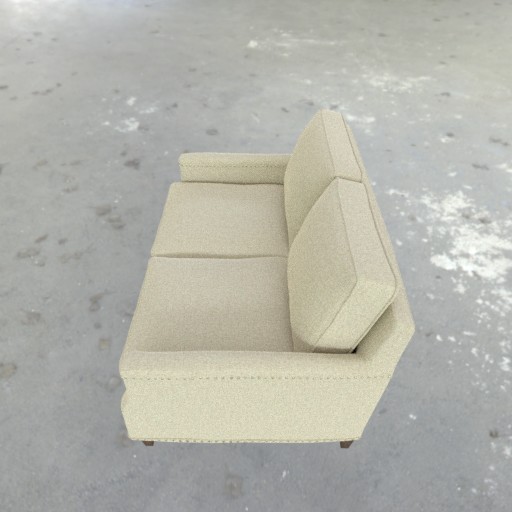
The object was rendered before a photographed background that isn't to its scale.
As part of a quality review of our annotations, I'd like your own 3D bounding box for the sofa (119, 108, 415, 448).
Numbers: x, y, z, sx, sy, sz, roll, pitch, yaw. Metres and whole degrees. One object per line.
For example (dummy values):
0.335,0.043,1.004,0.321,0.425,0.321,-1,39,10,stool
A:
0.000,0.000,2.232,1.084,1.003,1.597,0,42,1,sofa
